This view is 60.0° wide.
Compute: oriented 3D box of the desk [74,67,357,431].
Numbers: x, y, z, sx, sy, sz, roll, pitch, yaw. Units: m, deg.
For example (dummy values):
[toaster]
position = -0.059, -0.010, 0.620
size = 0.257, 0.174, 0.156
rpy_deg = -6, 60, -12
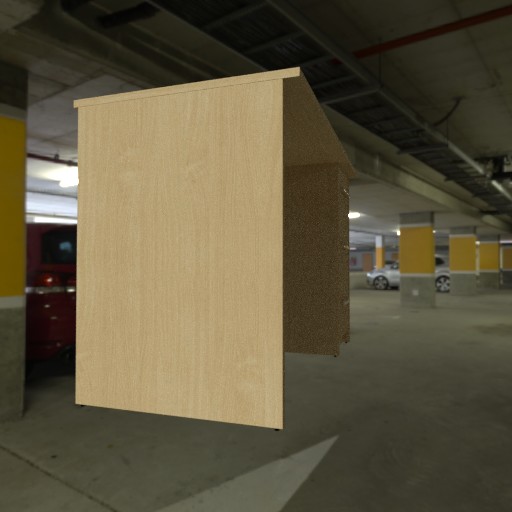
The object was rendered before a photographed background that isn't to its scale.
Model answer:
[desk]
position = 0.000, 0.000, 1.495
size = 0.560, 0.735, 1.097
rpy_deg = 0, -1, 19
